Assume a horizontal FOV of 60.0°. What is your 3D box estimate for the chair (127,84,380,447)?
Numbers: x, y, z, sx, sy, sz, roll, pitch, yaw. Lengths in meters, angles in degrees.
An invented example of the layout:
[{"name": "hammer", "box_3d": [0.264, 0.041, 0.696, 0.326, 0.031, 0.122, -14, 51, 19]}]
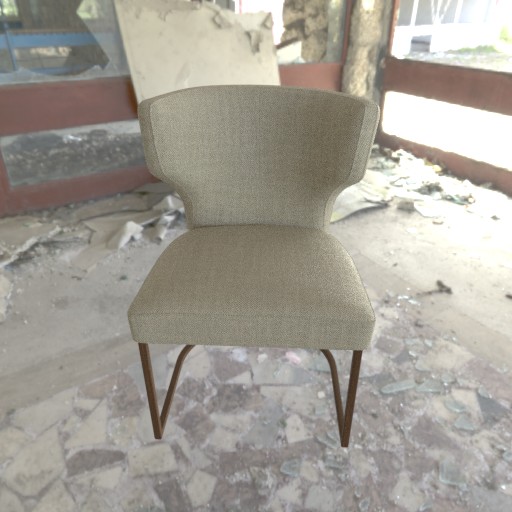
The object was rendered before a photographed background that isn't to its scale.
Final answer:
[{"name": "chair", "box_3d": [0.000, 0.000, 1.234, 0.611, 0.824, 0.617, 1, 30, 2]}]
